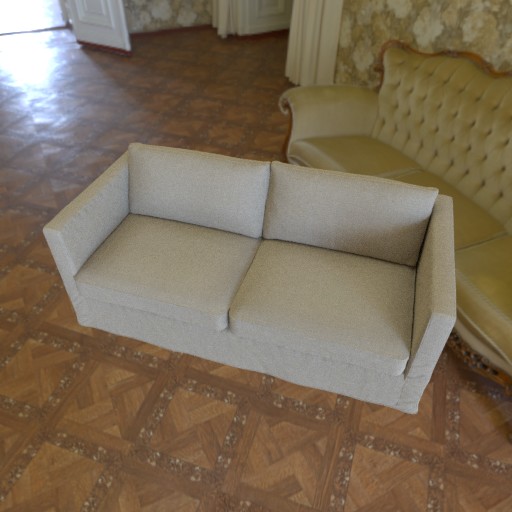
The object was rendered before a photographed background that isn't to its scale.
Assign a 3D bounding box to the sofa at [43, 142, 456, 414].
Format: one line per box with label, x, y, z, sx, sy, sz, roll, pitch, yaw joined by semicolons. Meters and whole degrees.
sofa;0.000;0.000;2.480;1.987;0.847;0.956;12;43;13
